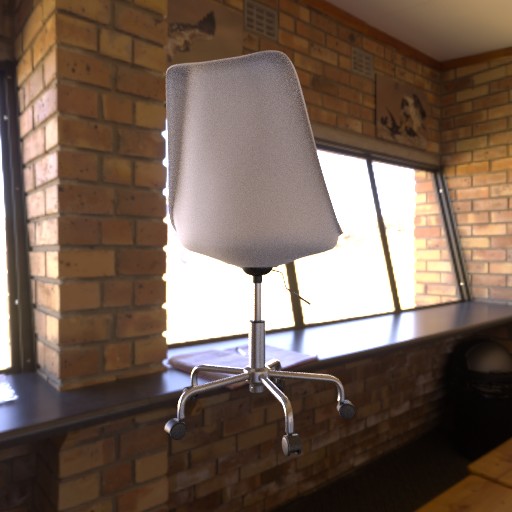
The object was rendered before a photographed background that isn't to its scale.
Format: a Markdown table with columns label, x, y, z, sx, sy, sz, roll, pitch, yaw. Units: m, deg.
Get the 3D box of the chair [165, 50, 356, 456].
| label | x | y | z | sx | sy | sz | roll | pitch | yaw |
| --- | --- | --- | --- | --- | --- | --- | --- | --- | --- |
| chair | 0.000 | 0.000 | 1.275 | 0.550 | 0.930 | 0.550 | 0 | 1 | 19 |
